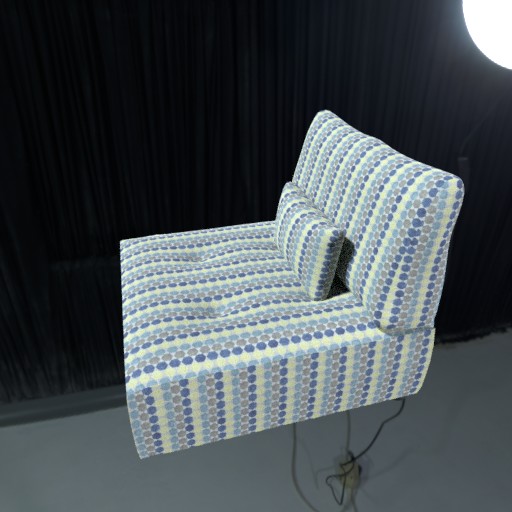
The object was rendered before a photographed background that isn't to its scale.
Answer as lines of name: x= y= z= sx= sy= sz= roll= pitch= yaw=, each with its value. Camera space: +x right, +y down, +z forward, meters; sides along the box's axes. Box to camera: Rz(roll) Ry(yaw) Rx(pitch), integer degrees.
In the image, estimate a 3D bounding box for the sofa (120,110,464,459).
sofa: x=0.000 y=0.000 z=1.651 sx=1.000 sy=0.830 sz=0.930 roll=-8 pitch=31 yaw=-14
